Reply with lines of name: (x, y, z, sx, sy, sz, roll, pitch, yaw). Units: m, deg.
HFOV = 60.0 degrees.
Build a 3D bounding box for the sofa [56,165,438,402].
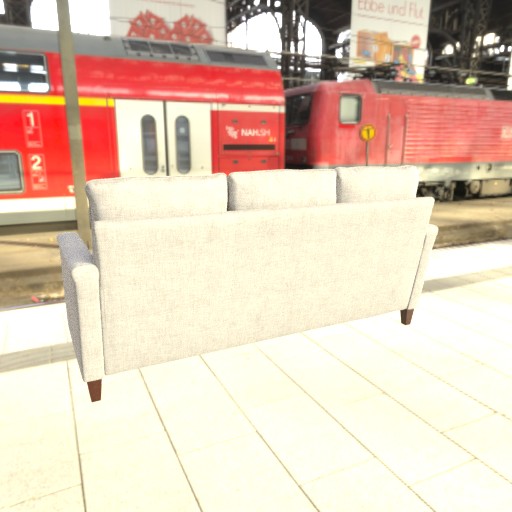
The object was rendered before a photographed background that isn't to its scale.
sofa: (0.000, 0.000, 2.412, 1.925, 0.959, 0.828, -7, 16, -26)
